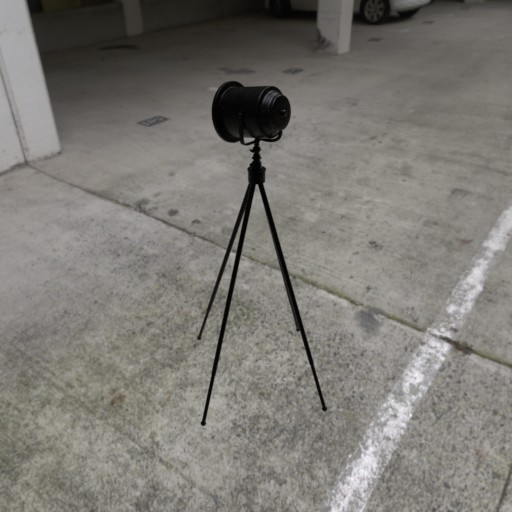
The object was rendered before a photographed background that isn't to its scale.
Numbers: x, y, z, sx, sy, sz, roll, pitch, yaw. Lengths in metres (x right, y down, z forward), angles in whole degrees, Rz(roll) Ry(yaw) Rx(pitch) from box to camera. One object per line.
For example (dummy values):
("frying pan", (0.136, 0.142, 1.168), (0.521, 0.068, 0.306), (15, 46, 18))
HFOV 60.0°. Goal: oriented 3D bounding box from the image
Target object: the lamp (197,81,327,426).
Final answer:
("lamp", (0.000, 0.000, 2.048), (0.884, 1.504, 0.879), (22, 38, 31))
